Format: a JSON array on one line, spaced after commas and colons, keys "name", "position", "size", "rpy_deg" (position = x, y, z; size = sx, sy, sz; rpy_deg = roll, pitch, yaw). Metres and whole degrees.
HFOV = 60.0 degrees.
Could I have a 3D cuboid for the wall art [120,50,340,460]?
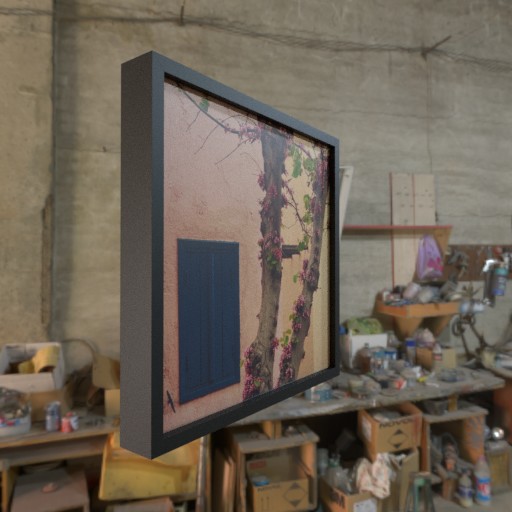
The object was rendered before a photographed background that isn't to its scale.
[{"name": "wall art", "position": [0.000, 0.000, 0.461], "size": [0.038, 0.304, 0.305], "rpy_deg": [0, -1, 37]}]
